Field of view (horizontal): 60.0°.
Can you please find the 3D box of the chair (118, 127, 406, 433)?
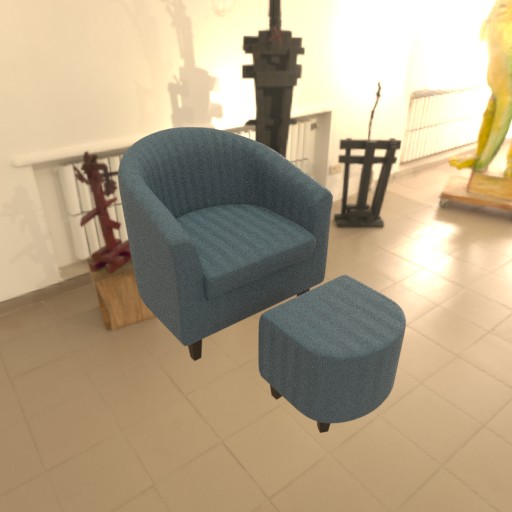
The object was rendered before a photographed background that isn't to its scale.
[{"bbox_3d":[0.000,0.000,1.744,0.756,0.757,1.288,-21,36,-32],"label":"chair"}]
